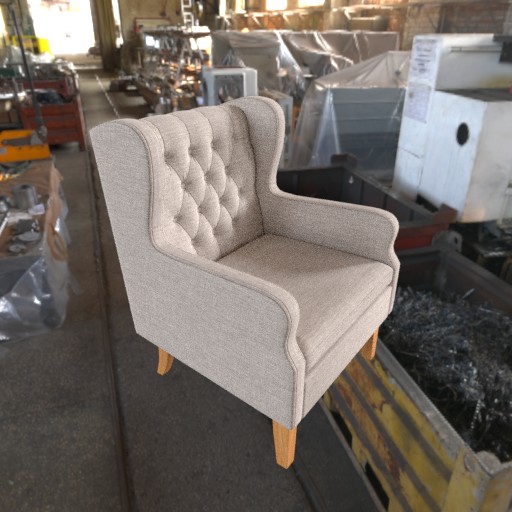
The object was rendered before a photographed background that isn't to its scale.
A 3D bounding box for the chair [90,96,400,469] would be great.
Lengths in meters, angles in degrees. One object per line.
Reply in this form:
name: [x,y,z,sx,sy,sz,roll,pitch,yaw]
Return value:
chair: [0.000,0.000,1.496,0.760,0.930,0.710,19,32,32]
